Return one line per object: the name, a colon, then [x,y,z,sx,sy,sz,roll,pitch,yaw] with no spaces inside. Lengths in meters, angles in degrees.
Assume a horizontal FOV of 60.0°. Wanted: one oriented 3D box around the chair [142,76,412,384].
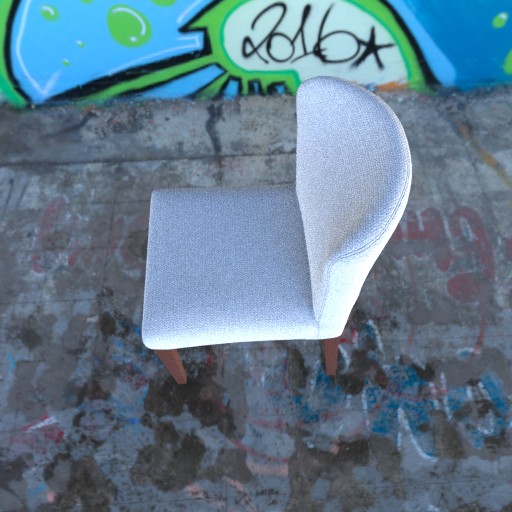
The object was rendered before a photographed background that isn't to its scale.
chair: [0.000,0.000,1.198,0.589,0.839,0.491,-3,59,-2]
